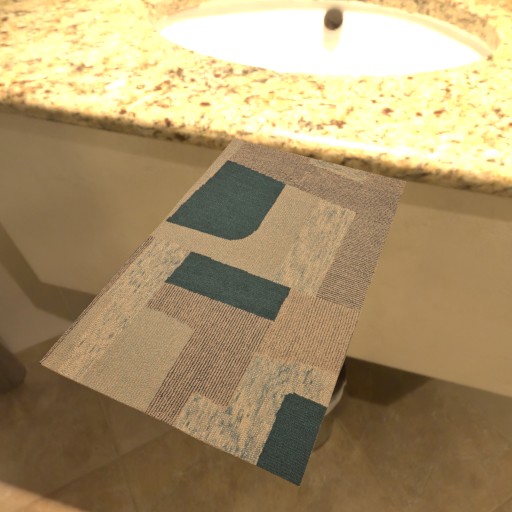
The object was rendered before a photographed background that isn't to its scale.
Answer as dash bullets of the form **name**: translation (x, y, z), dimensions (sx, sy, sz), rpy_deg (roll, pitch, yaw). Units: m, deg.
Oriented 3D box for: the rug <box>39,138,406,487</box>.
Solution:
- **rug**: translation (0.000, 0.000, 2.963), dimensions (1.521, 0.015, 2.436), rpy_deg (18, 50, 16)
